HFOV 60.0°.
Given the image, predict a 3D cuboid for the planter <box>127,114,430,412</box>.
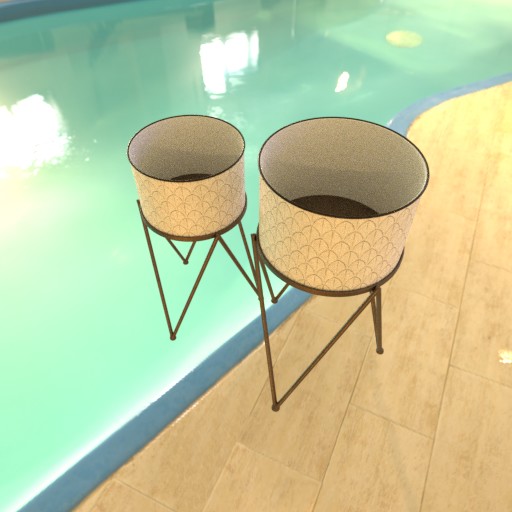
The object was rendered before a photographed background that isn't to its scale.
[{"bbox_3d":[0.000,0.000,1.180,0.769,0.712,0.413,24,52,20],"label":"planter"}]
